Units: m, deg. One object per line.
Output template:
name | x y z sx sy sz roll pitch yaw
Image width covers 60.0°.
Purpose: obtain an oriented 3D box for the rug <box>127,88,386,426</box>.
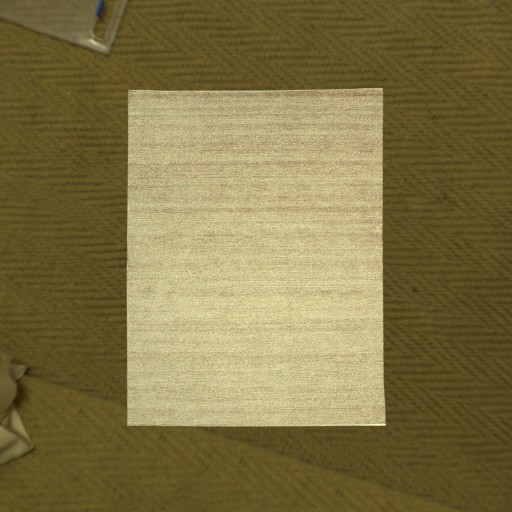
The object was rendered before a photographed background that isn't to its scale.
rug | 0.000 0.000 4.187 2.434 0.045 3.202 0 89 0
